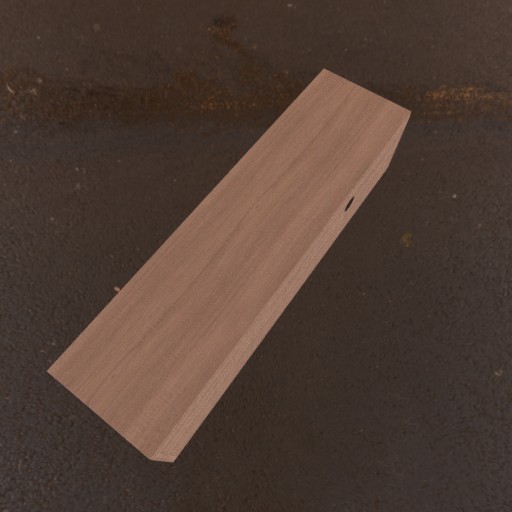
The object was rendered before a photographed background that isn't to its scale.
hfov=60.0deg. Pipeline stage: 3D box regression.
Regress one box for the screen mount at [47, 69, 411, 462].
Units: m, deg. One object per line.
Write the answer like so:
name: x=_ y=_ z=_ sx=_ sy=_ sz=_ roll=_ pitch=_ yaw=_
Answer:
screen mount: x=0.000 y=0.000 z=1.716 sx=0.401 sy=0.509 sz=1.500 roll=33 pitch=69 yaw=15
